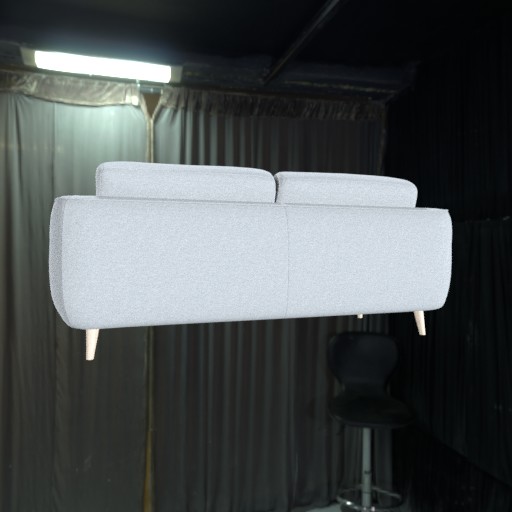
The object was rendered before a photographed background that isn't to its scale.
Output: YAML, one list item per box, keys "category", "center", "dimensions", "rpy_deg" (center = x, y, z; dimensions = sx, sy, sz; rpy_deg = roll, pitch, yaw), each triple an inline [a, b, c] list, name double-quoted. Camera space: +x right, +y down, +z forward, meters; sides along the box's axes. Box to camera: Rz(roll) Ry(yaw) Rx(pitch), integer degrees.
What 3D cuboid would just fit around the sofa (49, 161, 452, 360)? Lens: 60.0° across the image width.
- category: "sofa"
  center: [0.000, 0.000, 2.415]
  dimensions: [2.000, 0.850, 0.920]
  rpy_deg: [0, 1, -19]
